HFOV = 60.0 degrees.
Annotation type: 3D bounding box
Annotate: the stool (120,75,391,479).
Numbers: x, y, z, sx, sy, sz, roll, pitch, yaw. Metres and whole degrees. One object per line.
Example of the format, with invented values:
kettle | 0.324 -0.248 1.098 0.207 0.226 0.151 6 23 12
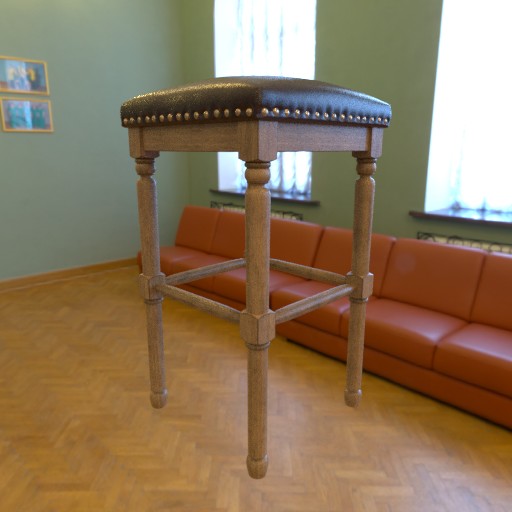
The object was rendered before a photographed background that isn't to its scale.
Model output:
stool | 0.000 0.000 0.938 0.382 0.702 0.383 13 19 43
